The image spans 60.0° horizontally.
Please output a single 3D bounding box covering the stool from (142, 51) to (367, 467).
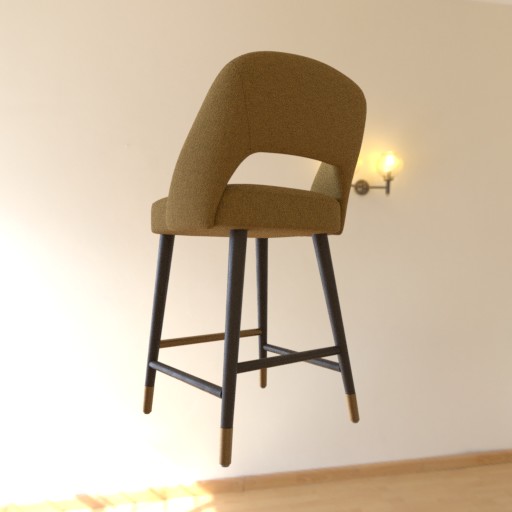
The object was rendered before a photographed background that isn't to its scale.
[{"bbox_3d":[0.000,0.000,1.257,0.536,0.939,0.522,0,0,-37],"label":"stool"}]
